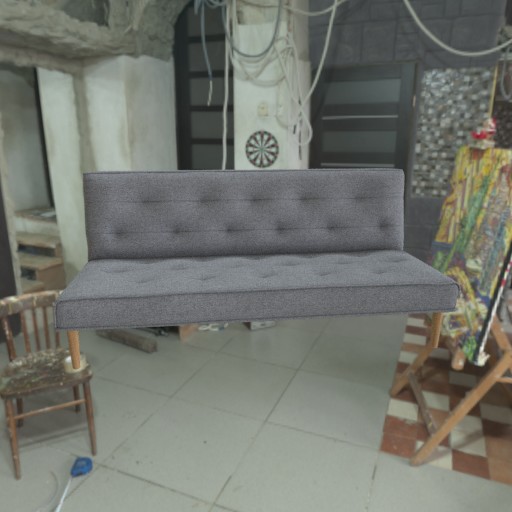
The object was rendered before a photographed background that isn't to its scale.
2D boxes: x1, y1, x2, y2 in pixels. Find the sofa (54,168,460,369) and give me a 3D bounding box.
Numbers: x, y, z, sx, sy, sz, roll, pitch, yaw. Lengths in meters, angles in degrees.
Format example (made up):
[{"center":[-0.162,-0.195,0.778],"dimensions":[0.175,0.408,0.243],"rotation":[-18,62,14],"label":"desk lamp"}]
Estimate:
[{"center":[0.000,0.000,2.293],"dimensions":[1.820,0.830,0.810],"rotation":[-2,16,-7],"label":"sofa"}]
